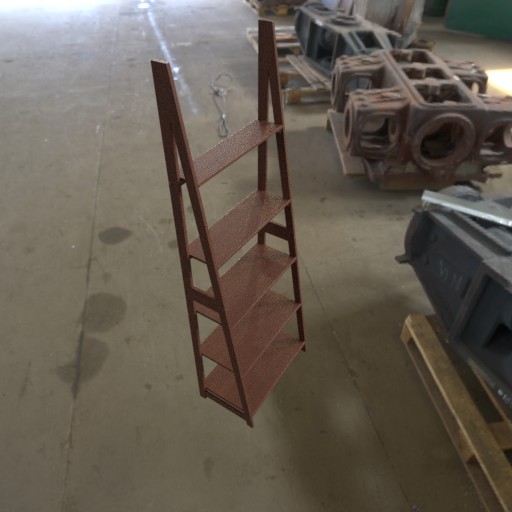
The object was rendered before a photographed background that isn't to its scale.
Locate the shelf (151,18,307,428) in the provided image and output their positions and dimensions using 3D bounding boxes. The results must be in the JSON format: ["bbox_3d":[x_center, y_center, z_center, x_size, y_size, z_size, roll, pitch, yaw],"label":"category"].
[{"bbox_3d":[0.000,0.000,1.988,0.350,1.770,0.600,23,46,25],"label":"shelf"}]
